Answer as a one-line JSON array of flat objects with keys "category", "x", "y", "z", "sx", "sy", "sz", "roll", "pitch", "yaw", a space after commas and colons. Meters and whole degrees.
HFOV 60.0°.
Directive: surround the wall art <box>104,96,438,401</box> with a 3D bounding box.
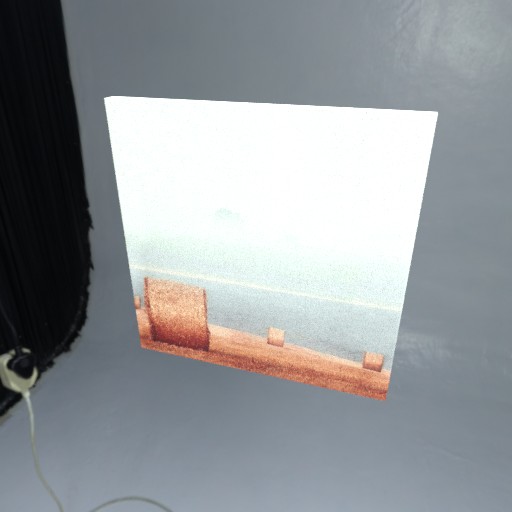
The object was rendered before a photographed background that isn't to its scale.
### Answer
[{"category": "wall art", "x": 0.000, "y": 0.000, "z": 1.161, "sx": 0.760, "sy": 0.760, "sz": 0.042, "roll": 8, "pitch": 28, "yaw": 16}]
